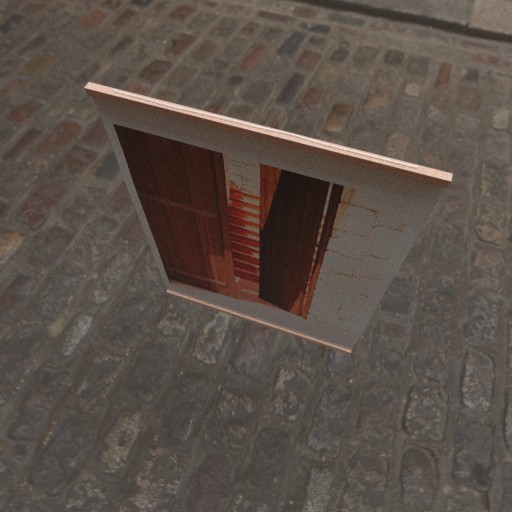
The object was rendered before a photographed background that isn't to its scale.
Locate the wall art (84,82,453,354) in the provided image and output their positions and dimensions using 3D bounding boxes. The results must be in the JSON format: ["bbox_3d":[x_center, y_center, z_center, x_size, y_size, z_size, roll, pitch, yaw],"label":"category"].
[{"bbox_3d":[0.000,0.000,1.303,0.758,1.013,0.020,17,61,10],"label":"wall art"}]
